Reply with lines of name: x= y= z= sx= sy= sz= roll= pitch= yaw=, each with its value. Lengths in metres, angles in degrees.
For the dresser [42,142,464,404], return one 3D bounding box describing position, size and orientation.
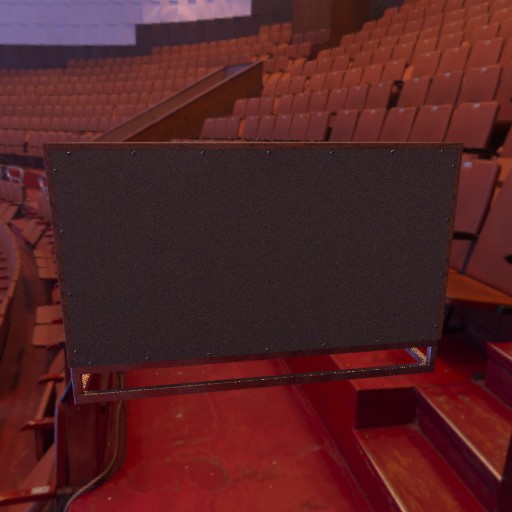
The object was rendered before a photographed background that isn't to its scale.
dresser: x=0.000 y=0.000 z=2.136 sx=1.646 sy=1.061 sz=0.623 roll=-2 pitch=15 yaw=-9
